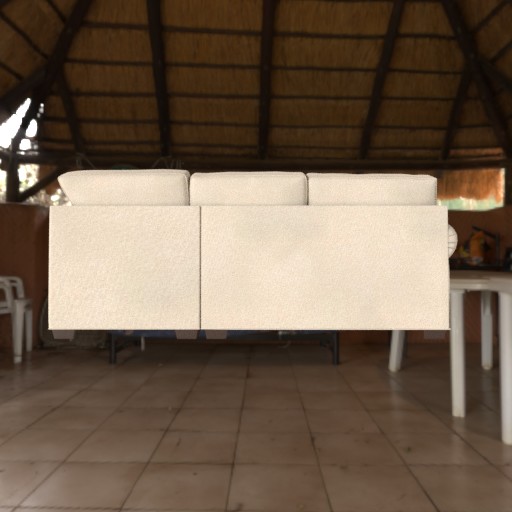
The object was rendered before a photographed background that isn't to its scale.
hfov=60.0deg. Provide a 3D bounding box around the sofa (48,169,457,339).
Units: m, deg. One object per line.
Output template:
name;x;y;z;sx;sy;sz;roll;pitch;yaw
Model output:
sofa;0.000;0.000;3.923;2.487;1.054;2.569;0;-1;0
